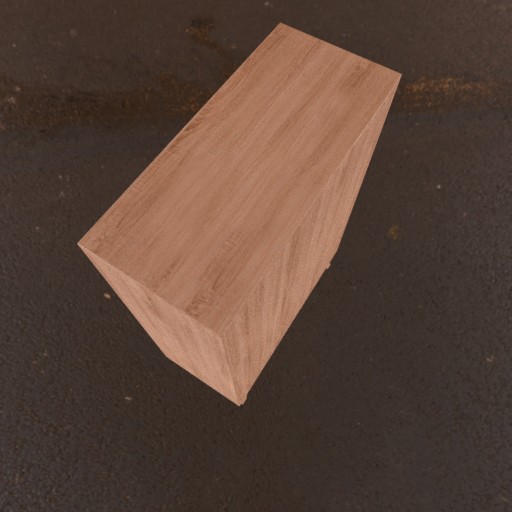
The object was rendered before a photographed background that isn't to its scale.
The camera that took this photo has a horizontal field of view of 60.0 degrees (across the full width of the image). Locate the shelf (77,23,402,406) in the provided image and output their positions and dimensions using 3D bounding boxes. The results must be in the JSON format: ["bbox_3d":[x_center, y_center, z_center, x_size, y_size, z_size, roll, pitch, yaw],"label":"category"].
[{"bbox_3d":[0.000,0.000,1.889,0.450,1.390,1.000,30,68,14],"label":"shelf"}]
